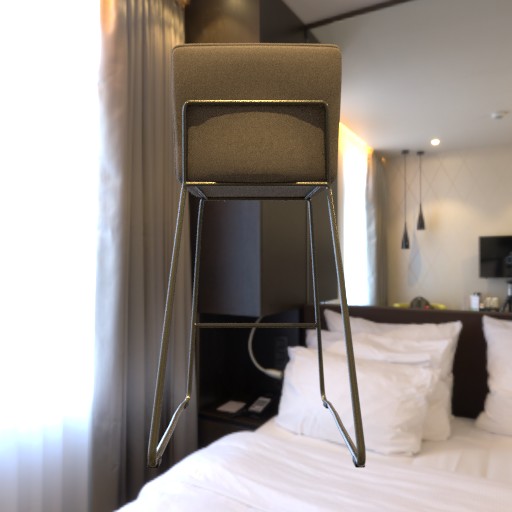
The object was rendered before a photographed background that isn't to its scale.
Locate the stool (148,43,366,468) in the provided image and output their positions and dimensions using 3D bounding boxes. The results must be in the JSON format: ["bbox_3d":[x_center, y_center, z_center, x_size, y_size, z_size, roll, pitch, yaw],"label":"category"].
[{"bbox_3d":[0.000,0.000,1.220,0.490,0.960,0.490,0,-1,0],"label":"stool"}]
